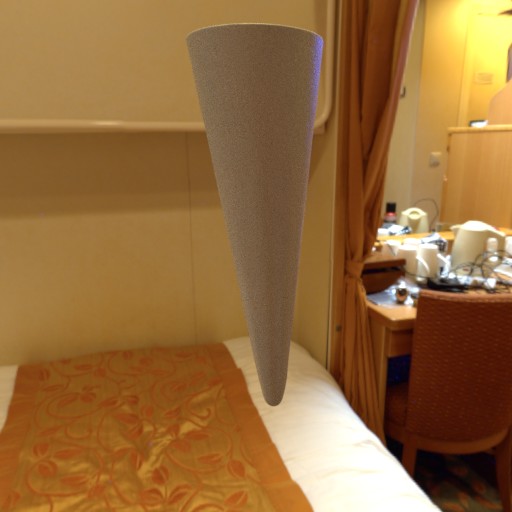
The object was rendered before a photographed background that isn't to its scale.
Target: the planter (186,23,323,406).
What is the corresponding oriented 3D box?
[{"bbox_3d":[0.000,0.000,0.215,0.057,0.191,0.064,7,16,25],"label":"planter"}]
